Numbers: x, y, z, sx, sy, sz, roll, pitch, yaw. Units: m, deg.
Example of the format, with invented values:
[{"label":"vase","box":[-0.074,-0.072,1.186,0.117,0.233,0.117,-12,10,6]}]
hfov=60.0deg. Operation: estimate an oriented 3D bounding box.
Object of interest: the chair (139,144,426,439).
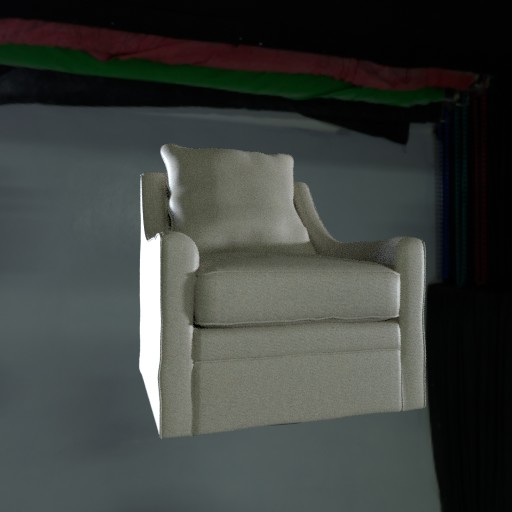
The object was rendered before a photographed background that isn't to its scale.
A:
[{"label":"chair","box":[0.000,0.000,1.566,0.760,0.942,0.876,1,-2,-18]}]
